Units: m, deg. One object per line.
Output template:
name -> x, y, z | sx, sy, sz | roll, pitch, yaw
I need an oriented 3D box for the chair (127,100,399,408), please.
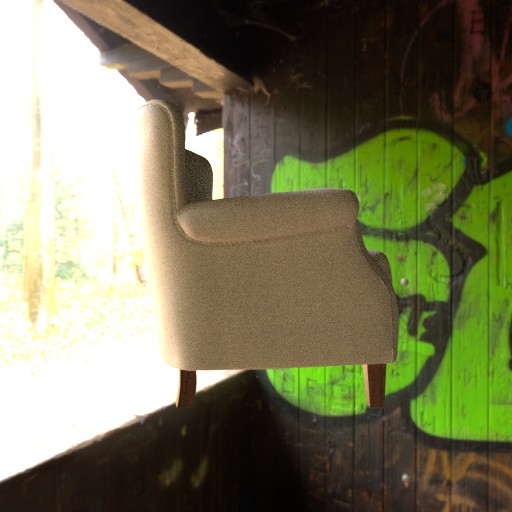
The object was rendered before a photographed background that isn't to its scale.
chair -> 0.000, 0.000, 1.671 | 0.921, 0.936, 0.861 | 0, 0, 1
